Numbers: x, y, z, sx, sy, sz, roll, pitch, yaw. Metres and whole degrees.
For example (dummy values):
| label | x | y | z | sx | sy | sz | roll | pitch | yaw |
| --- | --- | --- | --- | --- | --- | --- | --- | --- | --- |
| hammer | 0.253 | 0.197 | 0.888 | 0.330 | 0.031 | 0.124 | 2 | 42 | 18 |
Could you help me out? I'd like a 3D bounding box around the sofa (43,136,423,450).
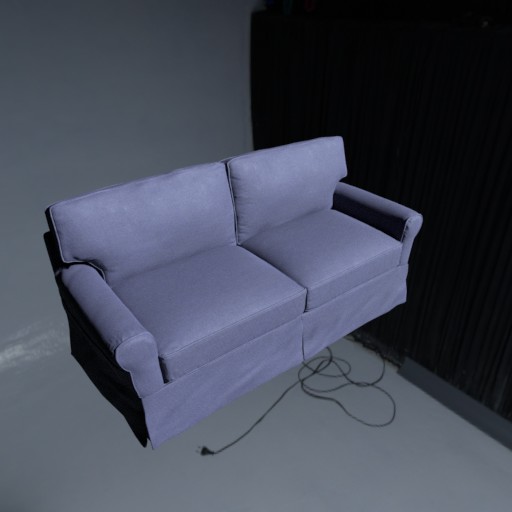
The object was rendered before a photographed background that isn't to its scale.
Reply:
| label | x | y | z | sx | sy | sz | roll | pitch | yaw |
| --- | --- | --- | --- | --- | --- | --- | --- | --- | --- |
| sofa | 0.000 | 0.000 | 2.821 | 2.256 | 1.094 | 0.983 | -21 | 36 | -32 |
